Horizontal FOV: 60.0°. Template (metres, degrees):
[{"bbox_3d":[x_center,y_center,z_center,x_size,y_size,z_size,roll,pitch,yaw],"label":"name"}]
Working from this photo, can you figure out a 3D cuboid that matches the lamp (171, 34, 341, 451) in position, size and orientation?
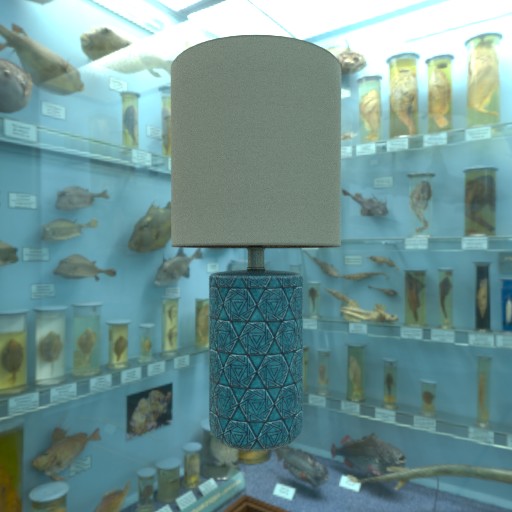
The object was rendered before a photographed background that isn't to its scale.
[{"bbox_3d":[0.000,0.000,0.736,0.278,0.597,0.278,0,0,36],"label":"lamp"}]
